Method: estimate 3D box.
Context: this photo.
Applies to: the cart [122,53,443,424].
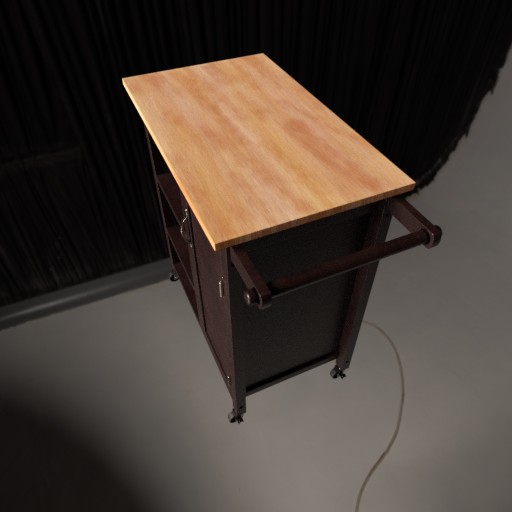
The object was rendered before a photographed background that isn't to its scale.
[{"bbox_3d":[0.000,0.000,1.425,0.472,0.878,0.914,-18,48,-17],"label":"cart"}]
